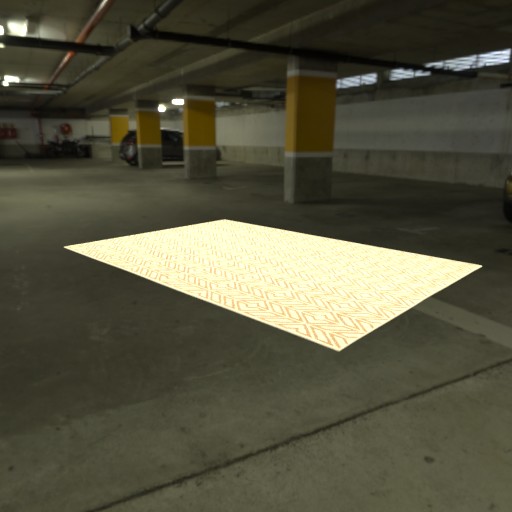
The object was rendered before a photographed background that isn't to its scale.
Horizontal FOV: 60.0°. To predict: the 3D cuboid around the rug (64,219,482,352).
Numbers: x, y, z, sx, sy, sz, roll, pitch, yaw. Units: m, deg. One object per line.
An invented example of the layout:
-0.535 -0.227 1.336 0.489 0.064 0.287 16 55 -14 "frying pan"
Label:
0.000 0.000 2.305 1.828 0.007 1.220 14 20 42 "rug"
